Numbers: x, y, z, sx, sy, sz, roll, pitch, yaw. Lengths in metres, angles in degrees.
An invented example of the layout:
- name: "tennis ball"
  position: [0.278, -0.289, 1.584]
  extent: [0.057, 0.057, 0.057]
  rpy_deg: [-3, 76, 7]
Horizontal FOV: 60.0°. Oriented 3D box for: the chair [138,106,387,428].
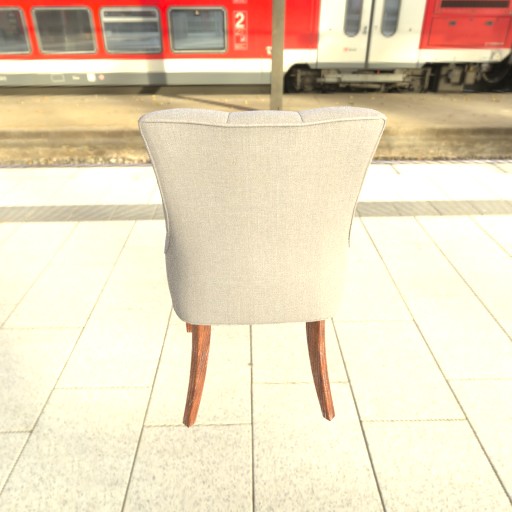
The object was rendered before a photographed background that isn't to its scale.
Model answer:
- name: "chair"
  position: [0.000, 0.000, 1.206]
  extent: [0.509, 0.874, 0.565]
  rpy_deg: [-2, 30, -3]
